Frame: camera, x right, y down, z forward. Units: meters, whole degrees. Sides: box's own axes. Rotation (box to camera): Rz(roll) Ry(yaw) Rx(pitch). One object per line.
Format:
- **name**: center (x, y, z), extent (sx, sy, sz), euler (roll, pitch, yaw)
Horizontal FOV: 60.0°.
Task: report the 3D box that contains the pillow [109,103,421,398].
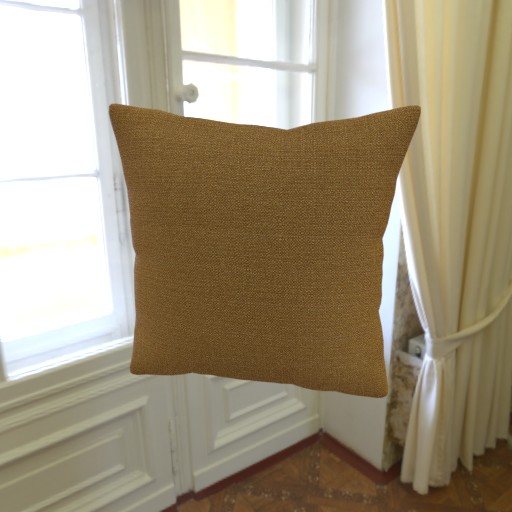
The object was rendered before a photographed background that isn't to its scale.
- **pillow**: center (0.000, 0.000, 0.668), extent (0.432, 0.437, 0.147), euler (2, 17, 8)
